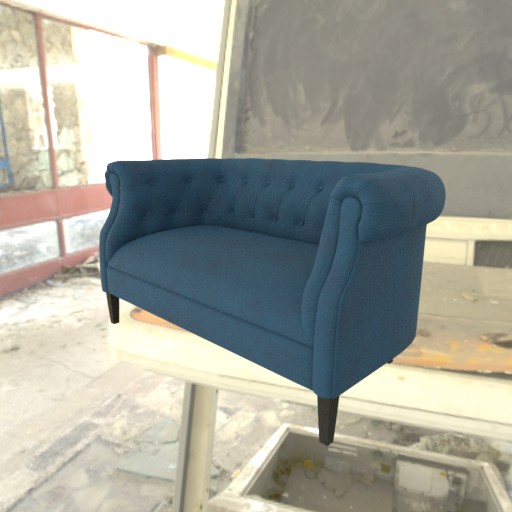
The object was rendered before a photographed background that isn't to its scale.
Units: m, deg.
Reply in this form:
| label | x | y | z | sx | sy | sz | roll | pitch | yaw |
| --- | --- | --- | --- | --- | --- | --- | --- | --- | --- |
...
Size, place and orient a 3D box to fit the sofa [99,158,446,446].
| label | x | y | z | sx | sy | sz | roll | pitch | yaw |
| --- | --- | --- | --- | --- | --- | --- | --- | --- | --- |
| sofa | 0.000 | 0.000 | 1.995 | 1.558 | 0.827 | 0.835 | 14 | 20 | 43 |
